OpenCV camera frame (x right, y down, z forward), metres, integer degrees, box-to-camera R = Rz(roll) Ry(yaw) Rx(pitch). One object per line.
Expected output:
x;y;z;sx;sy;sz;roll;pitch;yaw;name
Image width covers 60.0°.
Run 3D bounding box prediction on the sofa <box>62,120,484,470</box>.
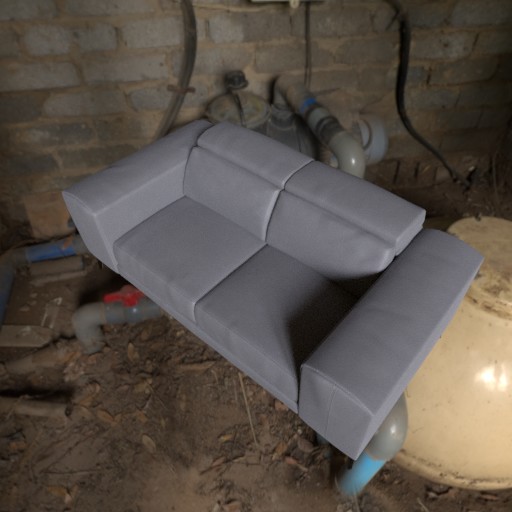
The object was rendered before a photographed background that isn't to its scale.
0.000;0.000;2.316;1.895;0.779;1.003;32;54;27;sofa
